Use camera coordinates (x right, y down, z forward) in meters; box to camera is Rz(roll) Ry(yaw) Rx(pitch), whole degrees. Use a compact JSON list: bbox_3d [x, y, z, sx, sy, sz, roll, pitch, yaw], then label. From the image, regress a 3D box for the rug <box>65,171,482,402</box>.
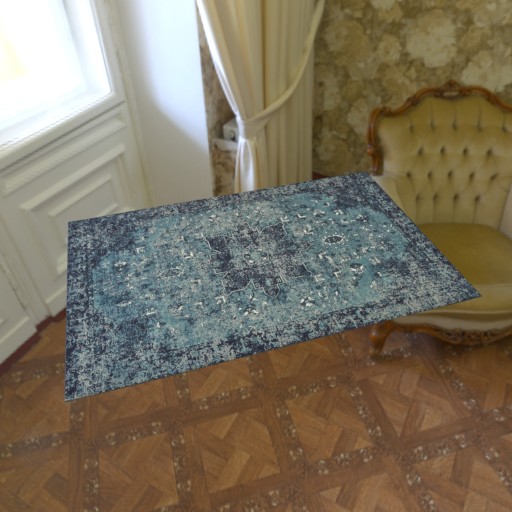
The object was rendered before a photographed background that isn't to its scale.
[{"bbox_3d":[0.000,0.000,2.996,2.440,0.007,1.525,-11,43,-12],"label":"rug"}]
